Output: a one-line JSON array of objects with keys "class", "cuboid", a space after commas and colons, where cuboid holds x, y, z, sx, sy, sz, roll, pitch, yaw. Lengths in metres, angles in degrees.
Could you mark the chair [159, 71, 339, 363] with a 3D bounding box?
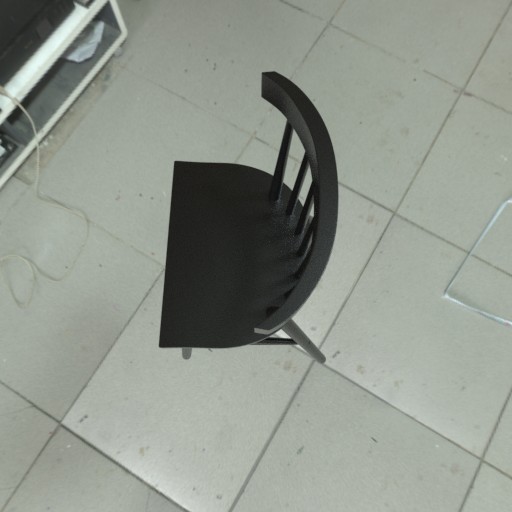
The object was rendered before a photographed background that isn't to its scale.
[{"class": "chair", "cuboid": [0.000, 0.000, 1.144, 0.483, 0.844, 0.506, 2, 75, 0]}]
